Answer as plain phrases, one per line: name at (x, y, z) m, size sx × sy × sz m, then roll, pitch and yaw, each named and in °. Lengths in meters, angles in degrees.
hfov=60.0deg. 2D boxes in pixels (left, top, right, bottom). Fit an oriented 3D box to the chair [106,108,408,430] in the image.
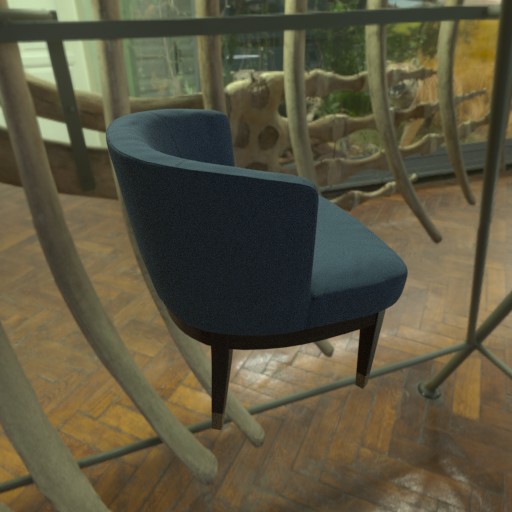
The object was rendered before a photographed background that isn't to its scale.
chair at (0.000, 0.000, 1.263) m, size 0.702 × 0.760 × 0.661 m, roll -10°, pitch 32°, yaw -17°
